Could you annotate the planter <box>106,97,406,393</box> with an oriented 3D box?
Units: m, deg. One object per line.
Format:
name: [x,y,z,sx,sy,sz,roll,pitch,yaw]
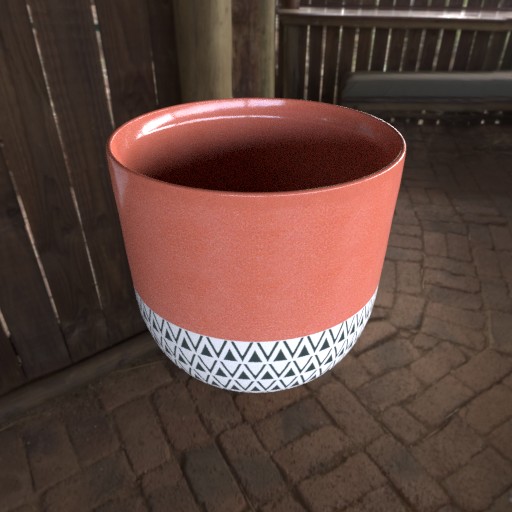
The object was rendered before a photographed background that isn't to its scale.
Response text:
planter: [0.000,0.000,0.480,0.266,0.270,0.266,0,33,0]
